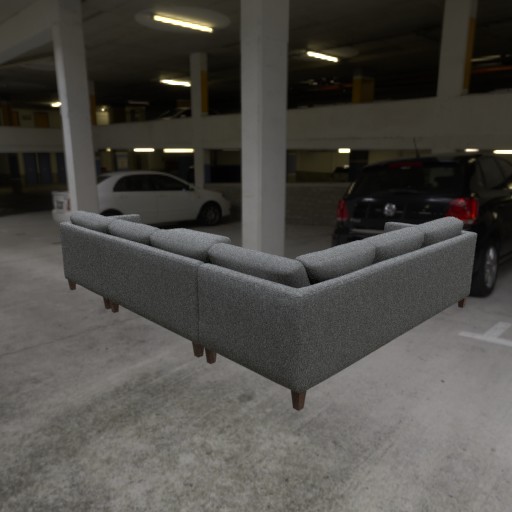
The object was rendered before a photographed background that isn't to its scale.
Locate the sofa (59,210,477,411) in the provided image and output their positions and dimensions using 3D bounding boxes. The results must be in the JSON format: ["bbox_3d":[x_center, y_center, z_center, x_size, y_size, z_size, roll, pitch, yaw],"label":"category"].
[{"bbox_3d":[0.000,0.000,4.333,2.551,0.853,3.238,-13,19,-43],"label":"sofa"}]
